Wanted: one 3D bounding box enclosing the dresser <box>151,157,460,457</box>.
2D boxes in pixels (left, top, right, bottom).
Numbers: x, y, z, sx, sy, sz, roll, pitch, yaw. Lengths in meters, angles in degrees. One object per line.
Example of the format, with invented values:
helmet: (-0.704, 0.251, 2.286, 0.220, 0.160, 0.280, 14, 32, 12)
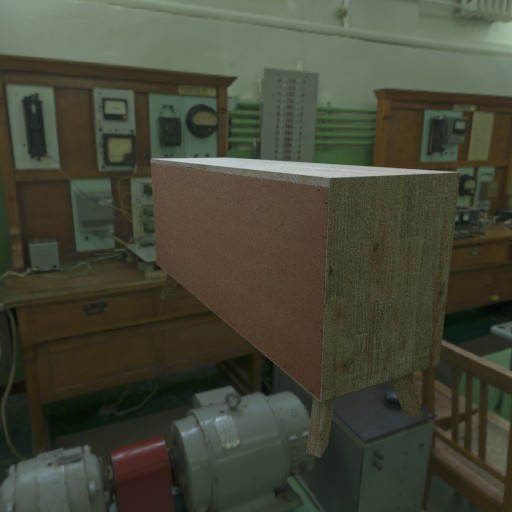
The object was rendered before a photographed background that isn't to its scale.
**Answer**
dresser: (0.000, 0.000, 1.925, 0.455, 0.788, 1.602, -7, 16, -27)
